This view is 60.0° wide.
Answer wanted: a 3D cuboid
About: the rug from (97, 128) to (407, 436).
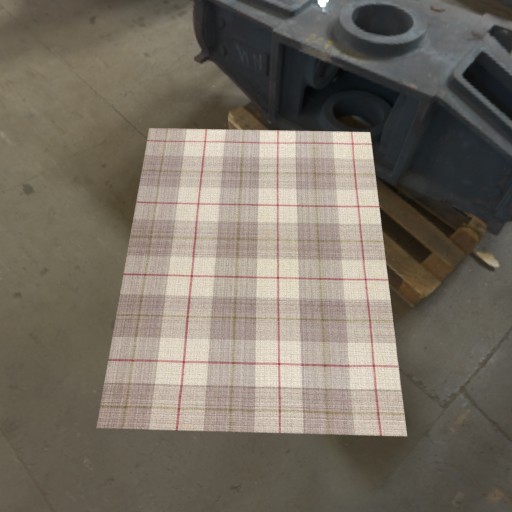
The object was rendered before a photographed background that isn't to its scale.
[{"bbox_3d":[0.000,0.000,3.982,2.317,0.016,2.959,1,63,1],"label":"rug"}]
